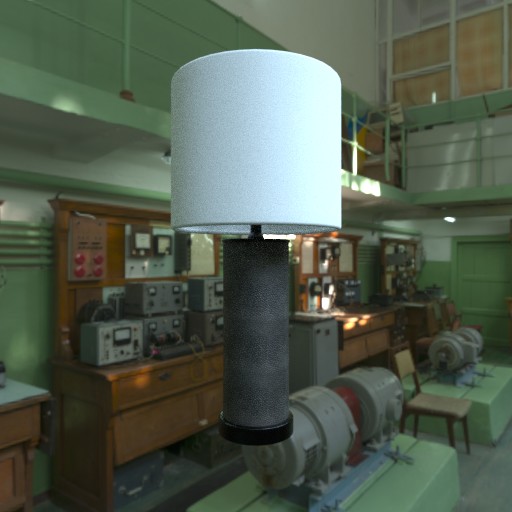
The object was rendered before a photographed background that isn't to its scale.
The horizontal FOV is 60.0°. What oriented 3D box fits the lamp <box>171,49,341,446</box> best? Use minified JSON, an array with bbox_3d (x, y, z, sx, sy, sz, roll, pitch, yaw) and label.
[{"bbox_3d":[0.000,0.000,0.808,0.305,0.634,0.305,0,0,36],"label":"lamp"}]
